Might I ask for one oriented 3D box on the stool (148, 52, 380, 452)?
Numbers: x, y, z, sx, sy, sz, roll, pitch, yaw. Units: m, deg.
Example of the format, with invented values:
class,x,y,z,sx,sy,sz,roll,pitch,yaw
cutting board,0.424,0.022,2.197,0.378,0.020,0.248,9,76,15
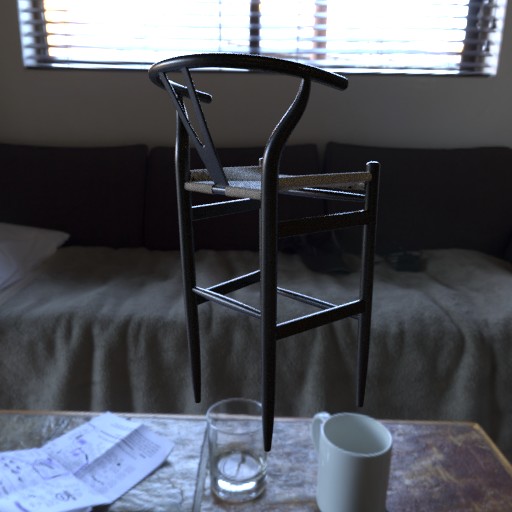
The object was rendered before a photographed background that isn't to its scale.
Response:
class,x,y,z,sx,sy,sz,roll,pitch,yaw
stool,0.000,0.000,1.369,0.579,1.072,0.569,-13,20,-42
